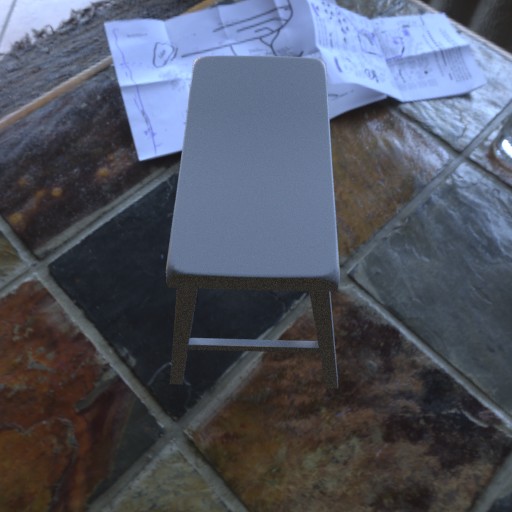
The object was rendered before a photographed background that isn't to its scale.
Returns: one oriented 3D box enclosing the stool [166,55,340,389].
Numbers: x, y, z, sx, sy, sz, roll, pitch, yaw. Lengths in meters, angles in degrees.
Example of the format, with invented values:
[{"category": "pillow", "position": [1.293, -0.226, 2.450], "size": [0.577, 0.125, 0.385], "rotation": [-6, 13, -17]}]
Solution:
[{"category": "stool", "position": [0.000, 0.000, 1.032], "size": [0.476, 0.737, 0.457], "rotation": [1, 63, 1]}]
